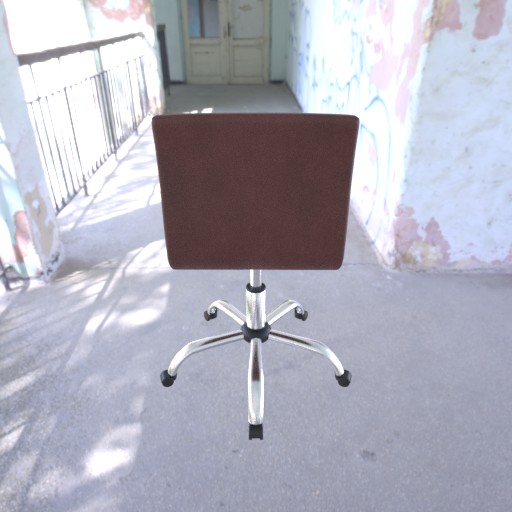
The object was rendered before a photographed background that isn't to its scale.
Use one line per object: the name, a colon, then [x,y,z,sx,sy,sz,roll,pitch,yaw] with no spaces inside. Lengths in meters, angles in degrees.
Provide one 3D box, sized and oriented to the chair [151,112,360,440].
chair: [0.000,0.000,1.147,0.556,0.780,0.530,0,30,0]
